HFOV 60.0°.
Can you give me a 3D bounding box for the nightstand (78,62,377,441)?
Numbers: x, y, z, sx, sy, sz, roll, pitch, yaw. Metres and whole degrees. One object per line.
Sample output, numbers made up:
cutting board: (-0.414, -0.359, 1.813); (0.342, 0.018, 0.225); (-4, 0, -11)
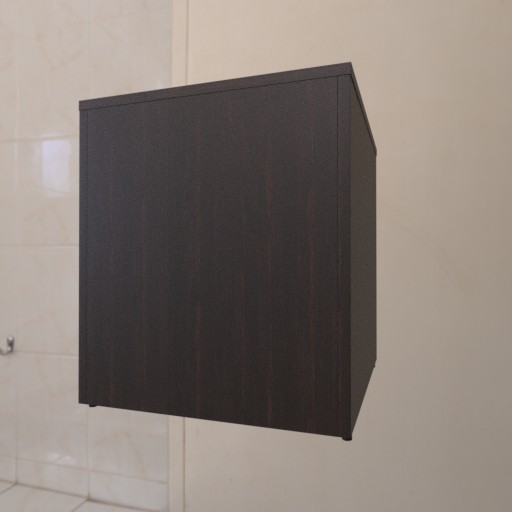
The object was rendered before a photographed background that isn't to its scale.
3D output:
nightstand: (0.000, 0.000, 0.811); (0.400, 0.460, 0.461); (0, -1, 19)
